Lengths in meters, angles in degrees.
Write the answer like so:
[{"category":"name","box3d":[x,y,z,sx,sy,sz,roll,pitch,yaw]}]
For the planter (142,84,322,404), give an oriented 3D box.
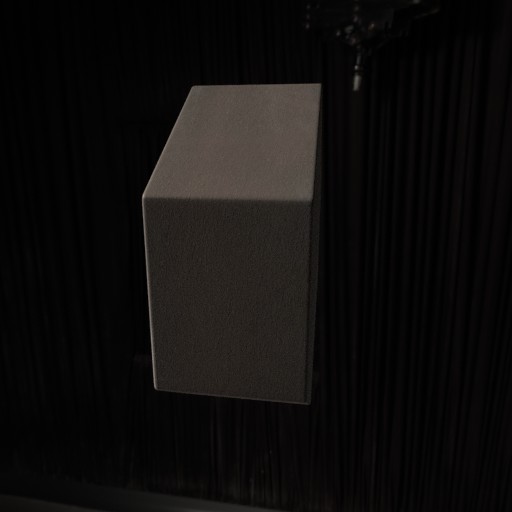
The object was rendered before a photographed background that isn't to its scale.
[{"category":"planter","box3d":[0.000,0.000,0.285,0.077,0.206,0.169,2,15,9]}]
